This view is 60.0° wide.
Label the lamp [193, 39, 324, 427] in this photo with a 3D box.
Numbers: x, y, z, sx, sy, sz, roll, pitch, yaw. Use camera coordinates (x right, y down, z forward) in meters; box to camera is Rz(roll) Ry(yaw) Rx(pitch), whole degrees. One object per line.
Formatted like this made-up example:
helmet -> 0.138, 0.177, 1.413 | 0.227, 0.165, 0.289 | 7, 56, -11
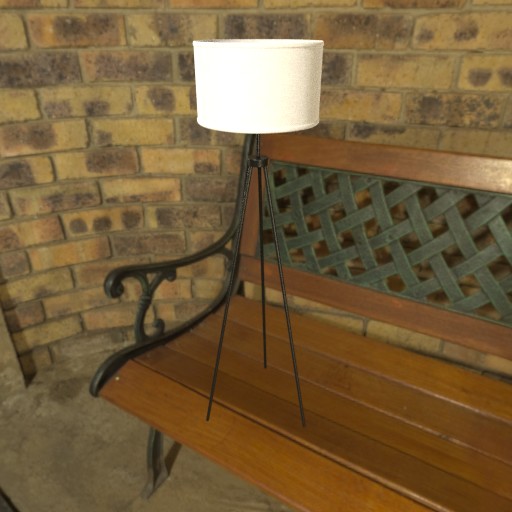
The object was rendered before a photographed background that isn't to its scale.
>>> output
lamp -> 0.000, 0.000, 1.767 | 0.448, 1.545, 0.458 | 0, 27, 1
